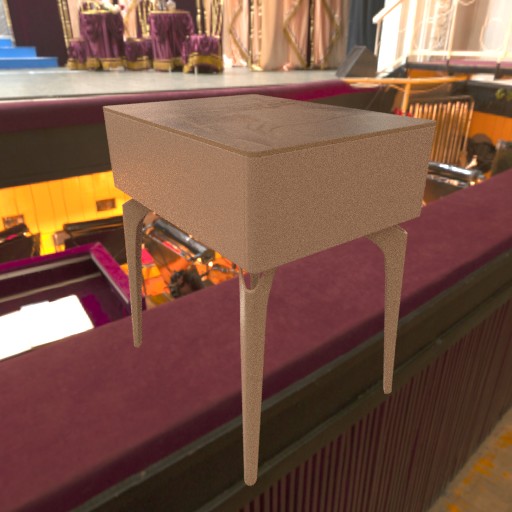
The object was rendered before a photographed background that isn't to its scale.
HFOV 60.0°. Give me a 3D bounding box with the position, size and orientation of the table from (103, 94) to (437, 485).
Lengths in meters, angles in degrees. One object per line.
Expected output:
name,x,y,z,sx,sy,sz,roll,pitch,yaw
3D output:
table,0.000,0.000,0.918,0.400,0.570,0.500,-18,31,-33
